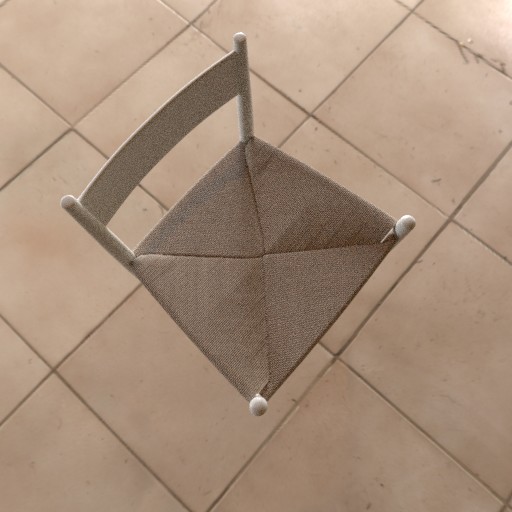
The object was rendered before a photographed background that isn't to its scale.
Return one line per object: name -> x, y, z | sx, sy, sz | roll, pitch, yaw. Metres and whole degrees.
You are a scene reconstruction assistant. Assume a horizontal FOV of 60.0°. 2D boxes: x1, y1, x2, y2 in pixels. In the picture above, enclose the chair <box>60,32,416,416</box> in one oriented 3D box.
chair -> 0.000, 0.000, 1.088 | 0.495, 0.762, 0.556 | 40, 78, 10
